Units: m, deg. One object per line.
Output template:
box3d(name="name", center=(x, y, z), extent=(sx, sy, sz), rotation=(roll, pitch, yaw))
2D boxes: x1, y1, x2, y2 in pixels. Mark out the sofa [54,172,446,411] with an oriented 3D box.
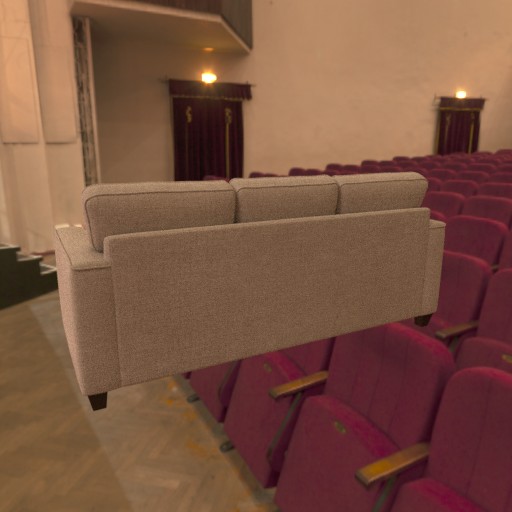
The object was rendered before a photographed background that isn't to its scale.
box3d(name="sofa", center=(0.000, 0.000, 2.621), extent=(2.133, 0.965, 0.939), rotation=(-7, 16, -27))
